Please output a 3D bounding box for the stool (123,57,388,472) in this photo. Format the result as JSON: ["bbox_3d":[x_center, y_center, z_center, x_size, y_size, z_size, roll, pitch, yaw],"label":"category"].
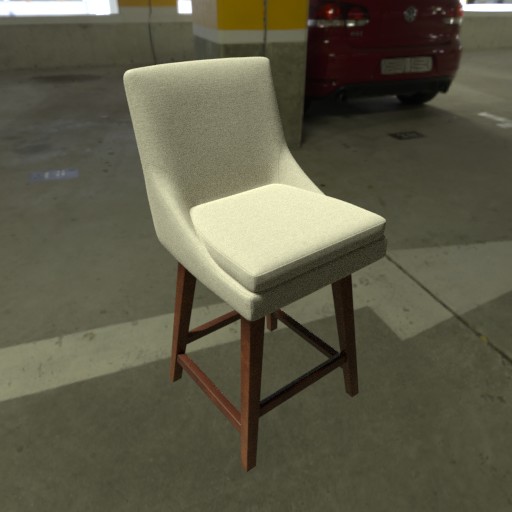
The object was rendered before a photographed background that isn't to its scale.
[{"bbox_3d":[0.000,0.000,1.277,0.469,0.991,0.559,-22,37,-32],"label":"stool"}]
